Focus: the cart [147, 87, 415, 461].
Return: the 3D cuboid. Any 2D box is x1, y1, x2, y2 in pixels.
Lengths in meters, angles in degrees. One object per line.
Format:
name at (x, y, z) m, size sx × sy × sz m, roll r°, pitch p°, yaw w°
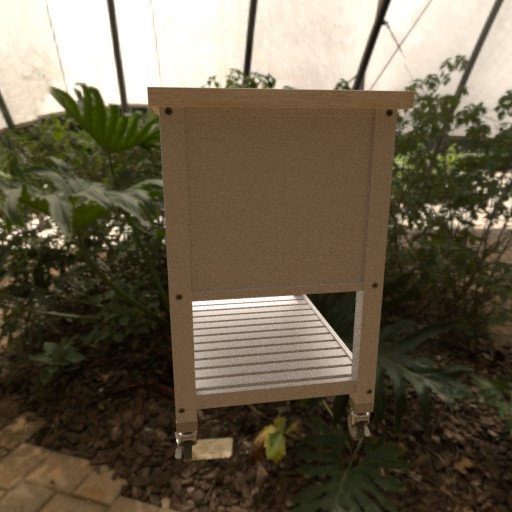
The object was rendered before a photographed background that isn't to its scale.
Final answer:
cart at (0.000, 0.000, 1.386) m, size 0.559 × 0.914 × 0.762 m, roll -3°, pitch 16°, yaw -9°
